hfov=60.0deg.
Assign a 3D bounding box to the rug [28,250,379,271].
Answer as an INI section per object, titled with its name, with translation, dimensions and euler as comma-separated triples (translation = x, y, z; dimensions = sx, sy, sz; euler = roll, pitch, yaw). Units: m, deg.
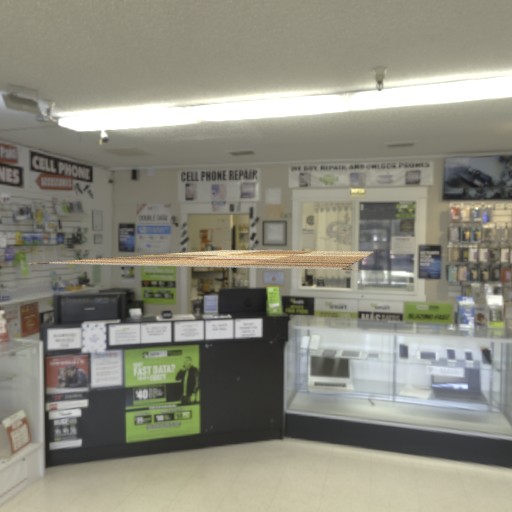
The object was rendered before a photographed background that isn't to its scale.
[rug]
translation = 0.000, 0.000, 2.413
dimensions = 1.268, 0.007, 1.918
euler = 1, 2, 18
